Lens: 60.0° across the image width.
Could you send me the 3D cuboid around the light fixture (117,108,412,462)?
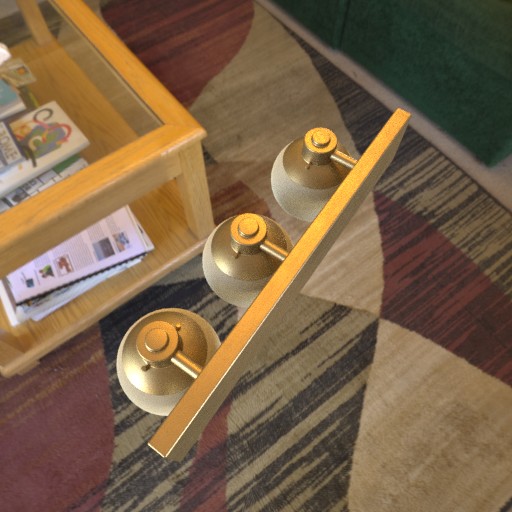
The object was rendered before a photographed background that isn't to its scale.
[{"bbox_3d":[0.000,0.000,0.847,0.218,0.263,0.721,32,67,15],"label":"light fixture"}]
